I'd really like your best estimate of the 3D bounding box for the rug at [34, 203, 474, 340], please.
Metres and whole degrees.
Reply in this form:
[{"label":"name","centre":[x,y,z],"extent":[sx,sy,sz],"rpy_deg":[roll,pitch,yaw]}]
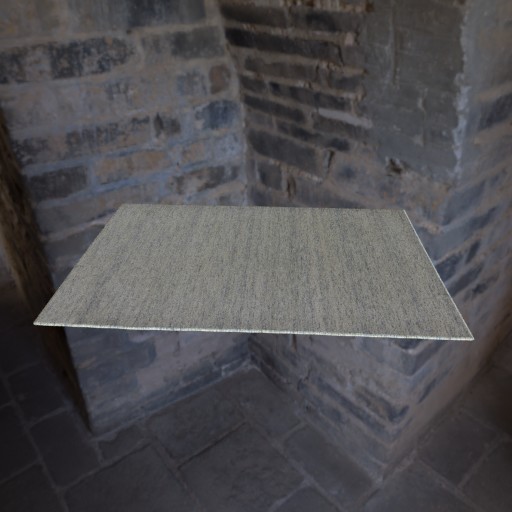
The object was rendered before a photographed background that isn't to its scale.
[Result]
[{"label":"rug","centre":[0.000,0.000,2.905],"extent":[2.263,0.017,1.523],"rpy_deg":[2,31,3]}]
